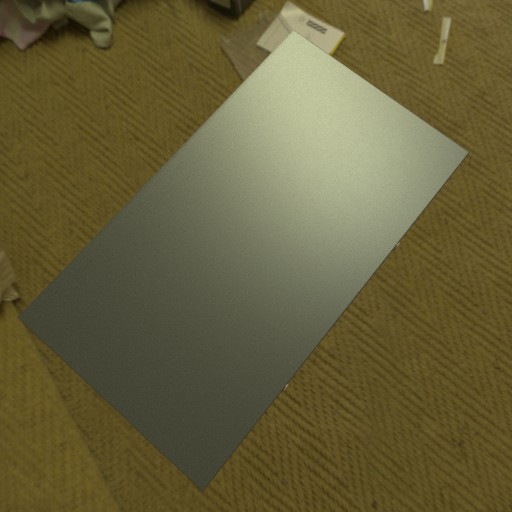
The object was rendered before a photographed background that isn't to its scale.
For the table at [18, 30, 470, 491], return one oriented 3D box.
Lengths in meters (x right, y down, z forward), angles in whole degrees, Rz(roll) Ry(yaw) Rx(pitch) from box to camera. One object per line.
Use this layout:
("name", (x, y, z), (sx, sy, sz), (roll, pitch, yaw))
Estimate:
("table", (0.000, 0.000, 1.361), (0.612, 0.493, 1.068), (39, 79, 9))
